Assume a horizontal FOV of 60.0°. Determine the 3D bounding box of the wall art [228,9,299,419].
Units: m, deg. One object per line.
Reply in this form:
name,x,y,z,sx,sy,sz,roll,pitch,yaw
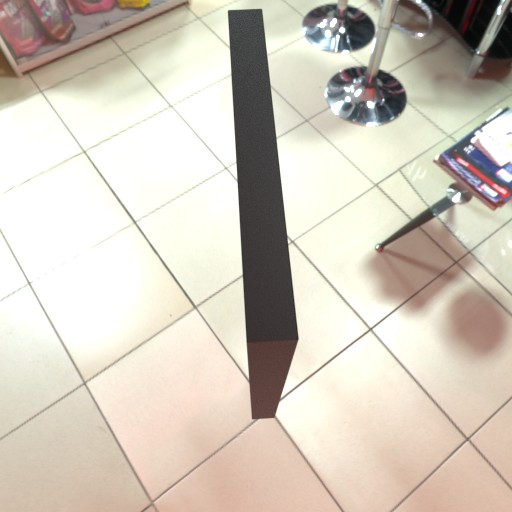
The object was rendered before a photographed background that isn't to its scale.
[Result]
wall art,0.000,0.000,0.484,0.030,0.369,0.294,-3,63,-2
